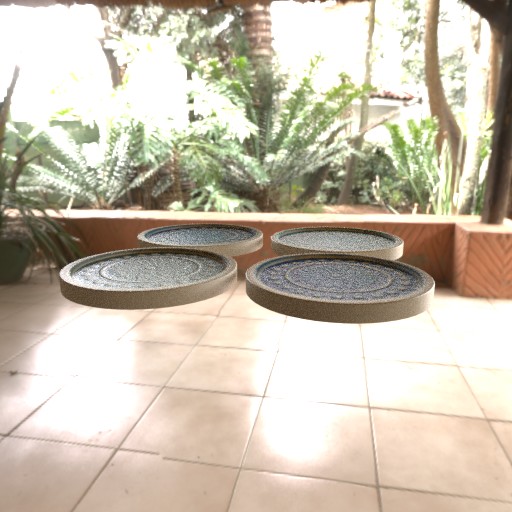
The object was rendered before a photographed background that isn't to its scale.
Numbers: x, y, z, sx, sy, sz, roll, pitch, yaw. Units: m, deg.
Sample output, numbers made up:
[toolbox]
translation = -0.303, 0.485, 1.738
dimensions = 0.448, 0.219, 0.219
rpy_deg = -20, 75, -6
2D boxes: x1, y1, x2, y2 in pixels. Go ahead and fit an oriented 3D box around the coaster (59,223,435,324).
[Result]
[coaster]
translation = 0.000, 0.000, 0.326
dimensions = 0.224, 0.010, 0.220
rpy_deg = 2, 14, 9
